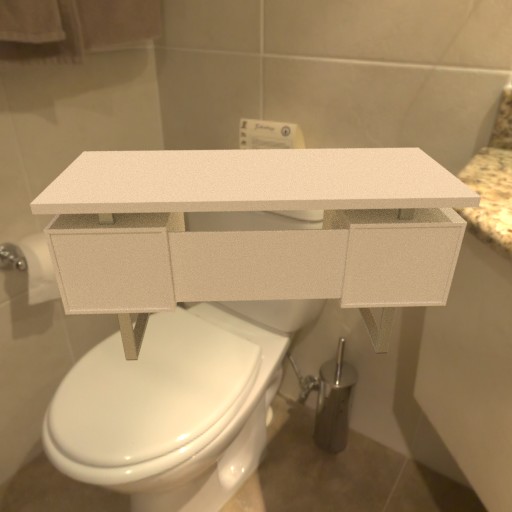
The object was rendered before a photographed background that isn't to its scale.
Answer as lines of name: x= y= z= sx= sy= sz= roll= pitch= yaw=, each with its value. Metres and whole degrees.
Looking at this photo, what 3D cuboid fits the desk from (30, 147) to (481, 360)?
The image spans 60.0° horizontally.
desk: x=0.000 y=0.000 z=1.948 sx=1.530 sy=0.773 sz=0.603 roll=-1 pitch=30 yaw=-2
